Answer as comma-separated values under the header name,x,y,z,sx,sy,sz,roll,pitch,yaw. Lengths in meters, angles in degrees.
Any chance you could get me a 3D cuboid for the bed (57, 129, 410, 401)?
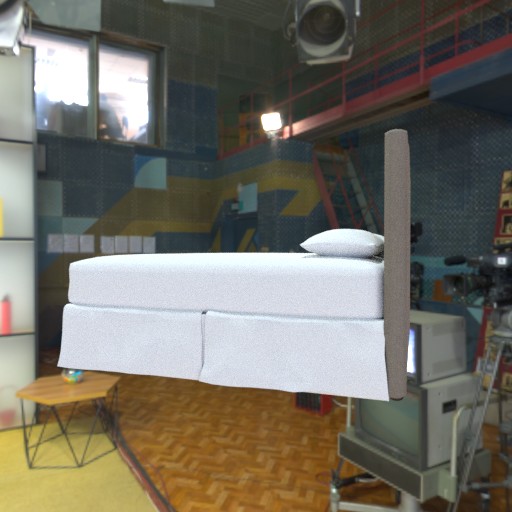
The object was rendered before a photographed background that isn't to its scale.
name,x,y,z,sx,sy,sz,roll,pitch,yaw
bed,0.000,0.000,3.261,2.128,1.441,1.744,0,1,20
